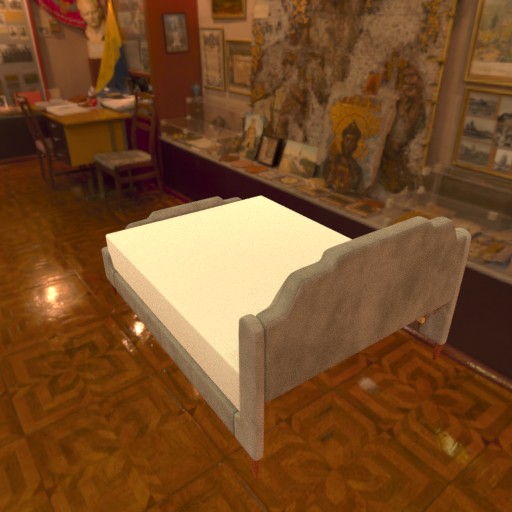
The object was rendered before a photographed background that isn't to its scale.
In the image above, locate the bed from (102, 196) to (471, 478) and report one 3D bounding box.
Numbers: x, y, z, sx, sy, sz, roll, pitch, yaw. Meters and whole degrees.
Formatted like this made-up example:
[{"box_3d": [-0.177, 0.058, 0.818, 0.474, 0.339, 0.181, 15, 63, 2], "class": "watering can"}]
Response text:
[{"box_3d": [0.000, 0.000, 3.362, 1.676, 1.245, 2.340, -19, 33, -31], "class": "bed"}]
